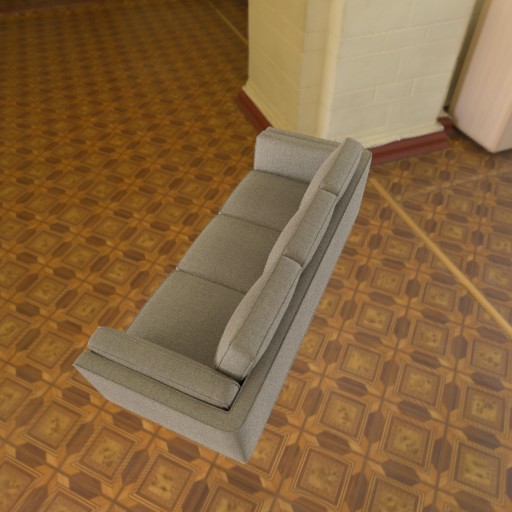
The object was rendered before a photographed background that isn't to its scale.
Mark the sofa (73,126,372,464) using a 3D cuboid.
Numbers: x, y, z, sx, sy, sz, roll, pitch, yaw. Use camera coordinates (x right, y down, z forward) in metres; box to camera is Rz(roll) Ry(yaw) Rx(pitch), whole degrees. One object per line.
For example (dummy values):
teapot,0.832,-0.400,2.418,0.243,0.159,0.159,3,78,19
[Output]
sofa,0.000,0.000,2.859,0.903,0.899,2.362,18,49,16
